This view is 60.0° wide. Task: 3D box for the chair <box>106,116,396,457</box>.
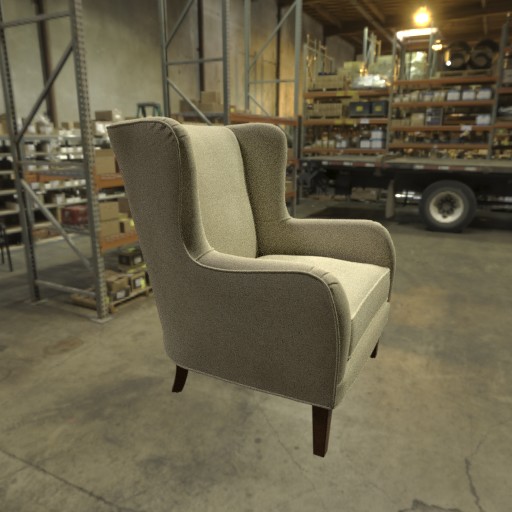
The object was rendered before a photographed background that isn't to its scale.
[{"bbox_3d":[0.000,0.000,1.767,0.966,1.040,0.838,8,17,26],"label":"chair"}]
